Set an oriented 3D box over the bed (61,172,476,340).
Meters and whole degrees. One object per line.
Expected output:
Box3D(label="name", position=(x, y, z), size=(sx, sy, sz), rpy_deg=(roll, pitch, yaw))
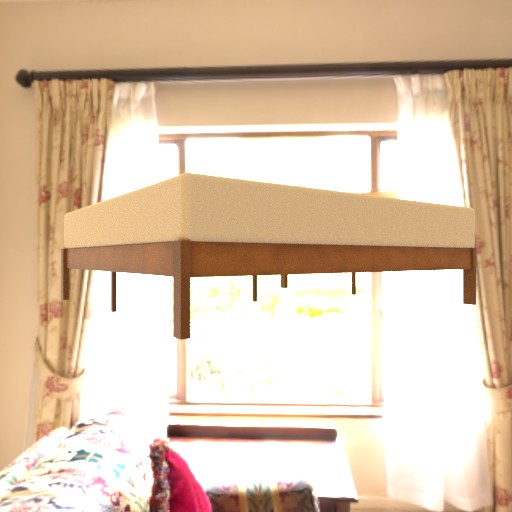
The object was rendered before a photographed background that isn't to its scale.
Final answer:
Box3D(label="bed", position=(0.000, 0.000, 2.985), size=(2.049, 0.616, 1.930), rpy_deg=(0, 0, -36))
